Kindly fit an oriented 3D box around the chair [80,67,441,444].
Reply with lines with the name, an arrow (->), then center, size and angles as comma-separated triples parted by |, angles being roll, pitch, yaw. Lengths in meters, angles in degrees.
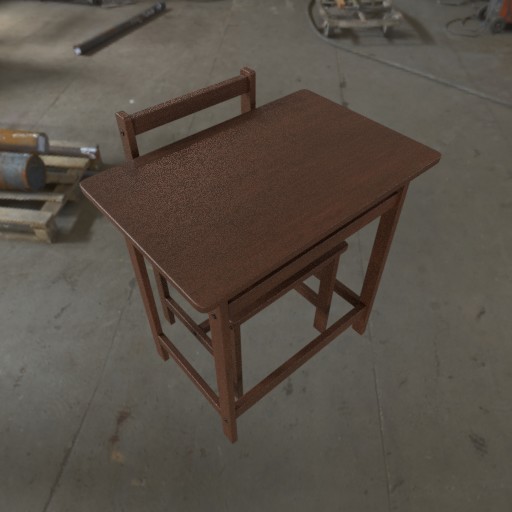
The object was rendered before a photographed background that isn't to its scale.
chair -> 0.000, 0.000, 1.065 | 0.599, 0.673, 0.463 | -32, 53, -27
